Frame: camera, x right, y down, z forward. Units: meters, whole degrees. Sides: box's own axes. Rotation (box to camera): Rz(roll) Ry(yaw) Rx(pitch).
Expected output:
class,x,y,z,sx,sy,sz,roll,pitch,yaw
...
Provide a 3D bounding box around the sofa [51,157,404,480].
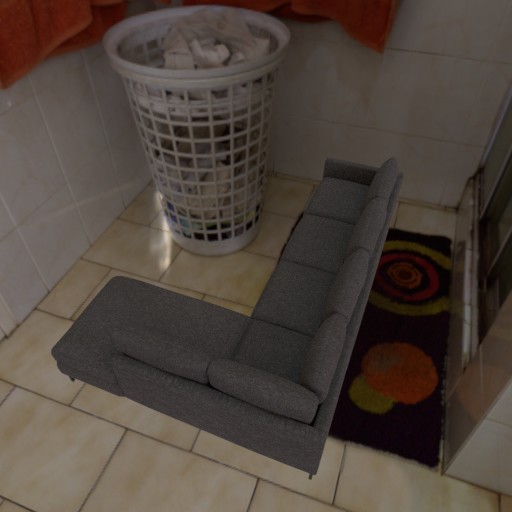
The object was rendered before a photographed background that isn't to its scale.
class,x,y,z,sx,sy,sz,roll,pitch,yaw
sofa,0.000,0.000,3.841,2.007,0.815,2.949,16,47,16
